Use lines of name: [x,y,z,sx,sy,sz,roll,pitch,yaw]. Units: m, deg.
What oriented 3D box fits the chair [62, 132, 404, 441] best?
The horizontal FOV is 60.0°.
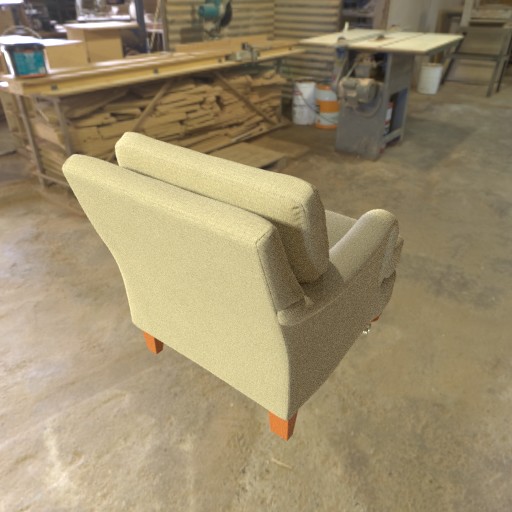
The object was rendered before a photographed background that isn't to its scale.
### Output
chair: [0.000,0.000,1.876,0.955,1.038,1.070,23,38,32]
